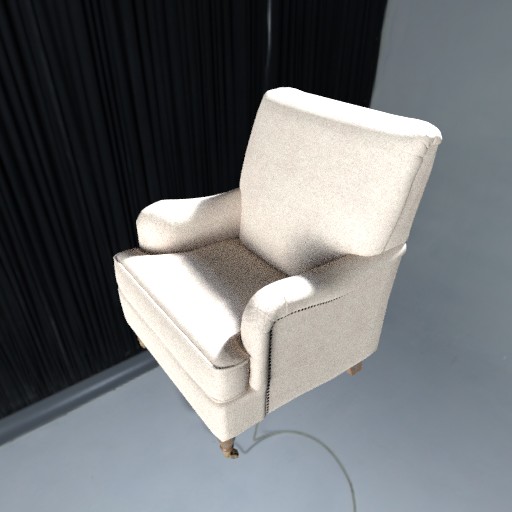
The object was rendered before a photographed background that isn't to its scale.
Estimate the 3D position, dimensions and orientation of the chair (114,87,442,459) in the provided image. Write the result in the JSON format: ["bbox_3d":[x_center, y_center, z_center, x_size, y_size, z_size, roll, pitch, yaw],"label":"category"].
[{"bbox_3d":[0.000,0.000,1.804,0.953,1.119,0.879,-22,38,-31],"label":"chair"}]
